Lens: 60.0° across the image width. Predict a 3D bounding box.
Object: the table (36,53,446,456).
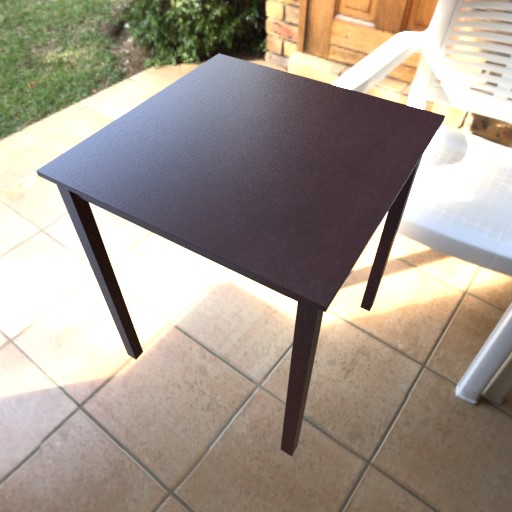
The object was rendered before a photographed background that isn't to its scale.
[{"bbox_3d":[0.000,0.000,1.654,0.861,0.991,0.861,24,52,21],"label":"table"}]
